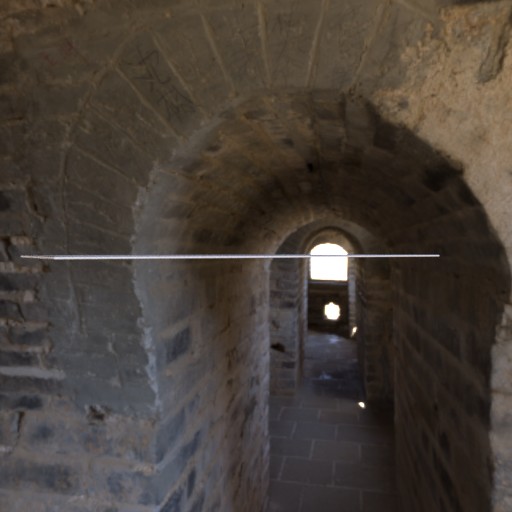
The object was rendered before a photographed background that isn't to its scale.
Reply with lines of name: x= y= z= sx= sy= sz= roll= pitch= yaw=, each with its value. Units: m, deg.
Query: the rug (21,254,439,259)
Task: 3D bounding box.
rug: x=0.000 y=0.000 z=2.637 sx=2.388 sy=0.012 sz=0.864 roll=0 pitch=0 yaw=-35
